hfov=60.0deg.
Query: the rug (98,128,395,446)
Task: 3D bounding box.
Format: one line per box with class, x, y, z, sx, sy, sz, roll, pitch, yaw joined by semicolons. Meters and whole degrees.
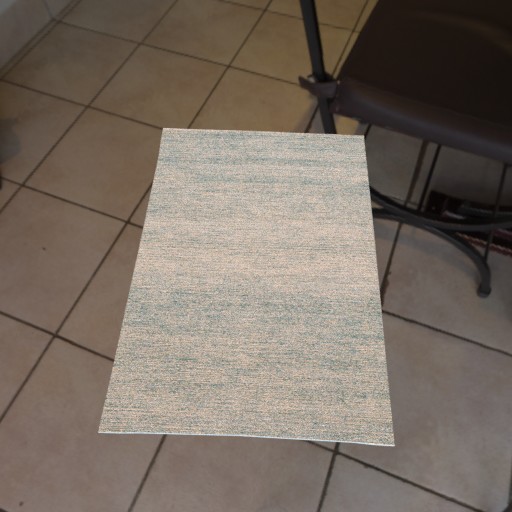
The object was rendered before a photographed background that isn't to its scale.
rug;0.000;0.000;2.970;1.613;0.030;2.306;3;60;1
